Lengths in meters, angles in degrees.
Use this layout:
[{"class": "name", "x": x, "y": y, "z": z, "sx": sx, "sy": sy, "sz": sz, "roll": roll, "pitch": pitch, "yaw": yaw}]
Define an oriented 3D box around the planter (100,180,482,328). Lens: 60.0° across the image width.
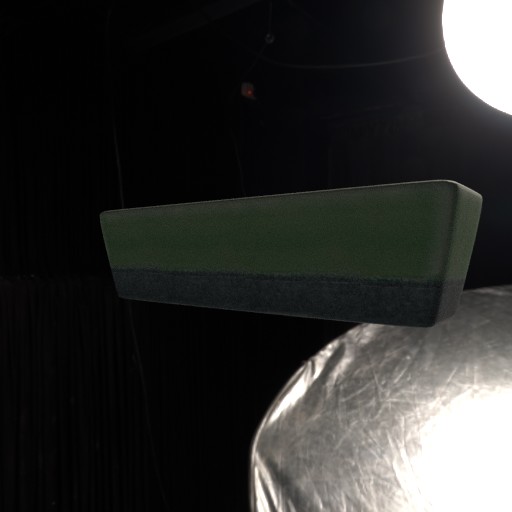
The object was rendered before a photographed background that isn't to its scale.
[{"class": "planter", "x": 0.000, "y": 0.000, "z": 0.308, "sx": 0.275, "sy": 0.072, "sz": 0.072, "roll": 0, "pitch": 1, "yaw": 37}]
